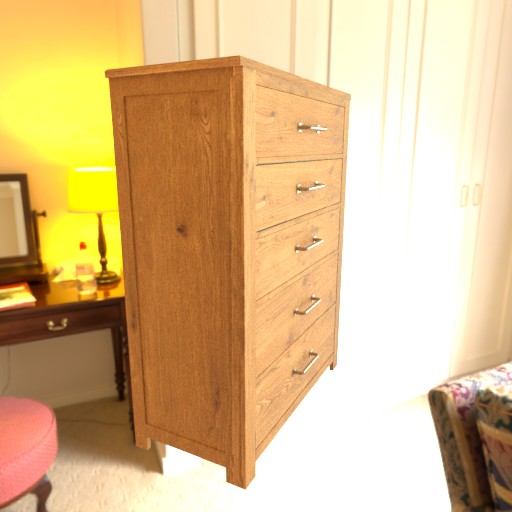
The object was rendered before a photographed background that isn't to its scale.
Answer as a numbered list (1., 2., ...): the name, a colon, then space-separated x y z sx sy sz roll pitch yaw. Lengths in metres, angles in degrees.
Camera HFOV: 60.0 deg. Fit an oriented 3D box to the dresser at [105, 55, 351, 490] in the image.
1. dresser: 0.000 0.000 1.962 0.558 1.431 1.081 7 16 27
